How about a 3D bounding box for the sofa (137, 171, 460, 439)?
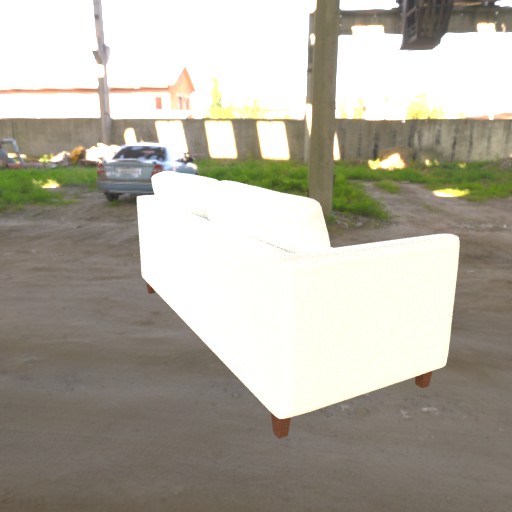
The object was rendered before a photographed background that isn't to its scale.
[{"bbox_3d":[0.000,0.000,2.650,0.924,0.933,2.139,-7,16,-27],"label":"sofa"}]
